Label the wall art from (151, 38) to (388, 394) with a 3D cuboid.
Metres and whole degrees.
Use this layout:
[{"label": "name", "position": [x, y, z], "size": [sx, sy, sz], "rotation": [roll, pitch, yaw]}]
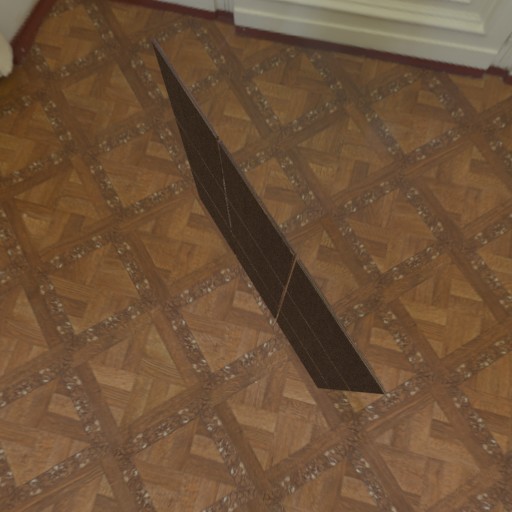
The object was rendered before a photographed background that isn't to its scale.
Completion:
[{"label": "wall art", "position": [0.000, 0.000, 2.261], "size": [0.014, 1.525, 1.527], "rotation": [-30, 76, -8]}]
